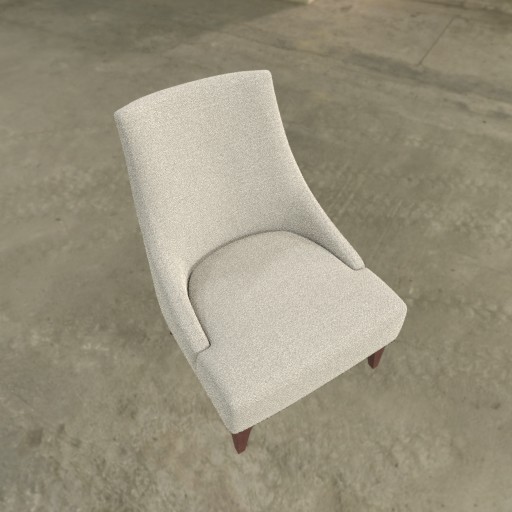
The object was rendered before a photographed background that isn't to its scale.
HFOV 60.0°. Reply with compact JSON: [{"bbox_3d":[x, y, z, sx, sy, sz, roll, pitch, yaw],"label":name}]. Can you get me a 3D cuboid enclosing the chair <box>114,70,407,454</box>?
[{"bbox_3d":[0.000,0.000,1.523,0.701,0.909,0.861,-24,51,-21],"label":"chair"}]
